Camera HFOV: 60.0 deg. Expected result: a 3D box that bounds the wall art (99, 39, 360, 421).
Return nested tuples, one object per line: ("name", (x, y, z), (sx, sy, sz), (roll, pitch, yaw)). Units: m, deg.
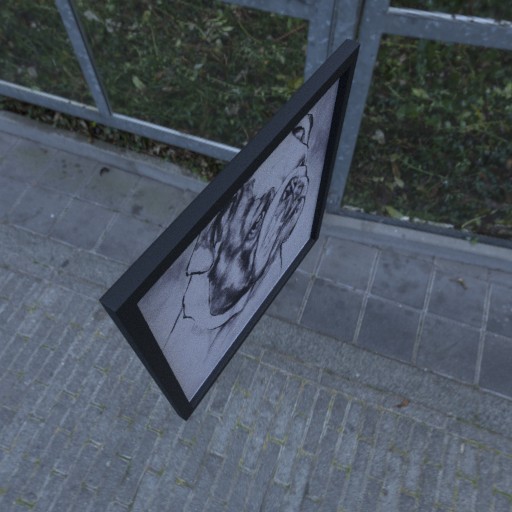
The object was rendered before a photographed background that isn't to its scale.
("wall art", (0.000, 0.000, 0.669), (0.022, 0.453, 0.456), (30, 63, 17))
